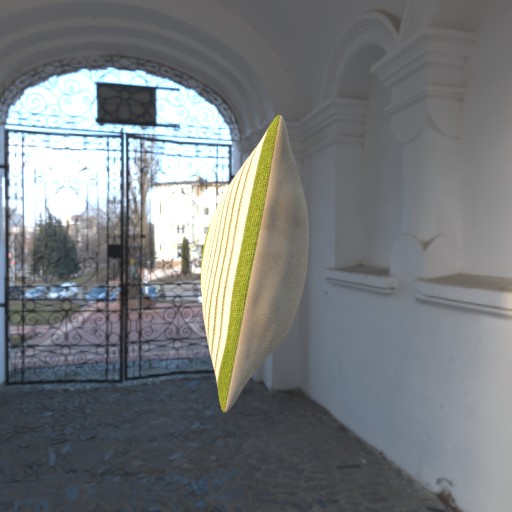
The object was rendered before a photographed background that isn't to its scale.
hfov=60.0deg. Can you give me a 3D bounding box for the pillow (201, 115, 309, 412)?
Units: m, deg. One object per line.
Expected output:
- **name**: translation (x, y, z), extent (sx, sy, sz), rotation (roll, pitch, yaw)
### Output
- **pillow**: translation (0.000, 0.000, 0.727), extent (0.156, 0.292, 0.608), rotation (0, 1, 1)
